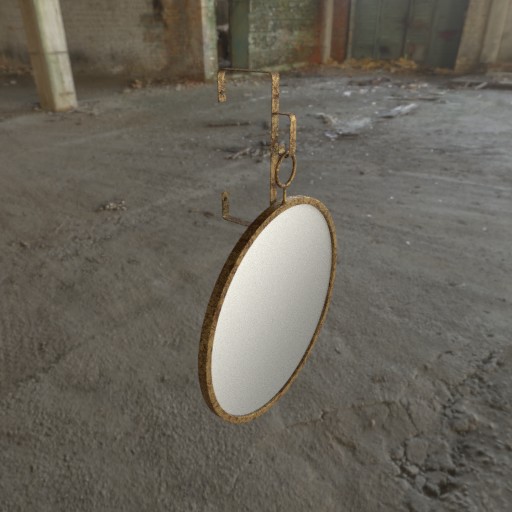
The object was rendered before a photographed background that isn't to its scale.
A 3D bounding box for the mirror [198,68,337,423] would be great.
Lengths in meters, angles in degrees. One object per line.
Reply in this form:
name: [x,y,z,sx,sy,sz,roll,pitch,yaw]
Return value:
mirror: [0.000,0.000,0.840,0.144,0.651,0.447,18,33,31]
